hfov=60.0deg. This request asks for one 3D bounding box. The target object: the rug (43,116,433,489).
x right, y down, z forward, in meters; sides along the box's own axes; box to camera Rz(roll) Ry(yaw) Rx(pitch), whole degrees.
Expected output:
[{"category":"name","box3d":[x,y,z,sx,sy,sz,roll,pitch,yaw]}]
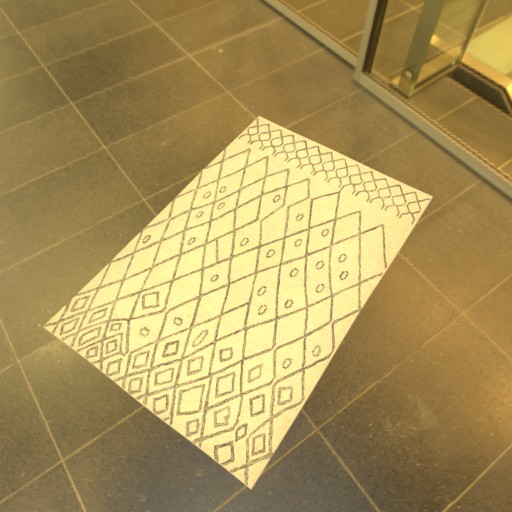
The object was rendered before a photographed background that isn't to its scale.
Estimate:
[{"category":"rug","box3d":[0.000,0.000,2.343,1.222,0.015,1.828,30,62,18]}]
